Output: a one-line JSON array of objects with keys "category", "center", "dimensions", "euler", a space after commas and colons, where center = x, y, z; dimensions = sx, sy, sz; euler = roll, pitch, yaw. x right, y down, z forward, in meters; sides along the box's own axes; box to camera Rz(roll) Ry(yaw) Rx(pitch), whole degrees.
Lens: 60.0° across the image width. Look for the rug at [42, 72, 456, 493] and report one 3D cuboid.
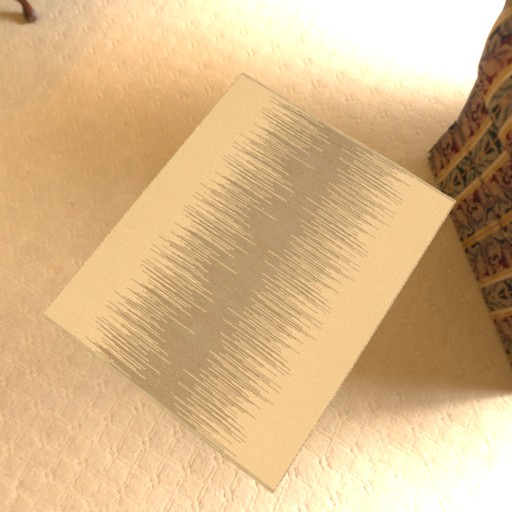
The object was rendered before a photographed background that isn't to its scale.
[{"category": "rug", "center": [0.000, 0.000, 3.996], "dimensions": [2.453, 0.010, 3.037], "euler": [34, 77, 9]}]
